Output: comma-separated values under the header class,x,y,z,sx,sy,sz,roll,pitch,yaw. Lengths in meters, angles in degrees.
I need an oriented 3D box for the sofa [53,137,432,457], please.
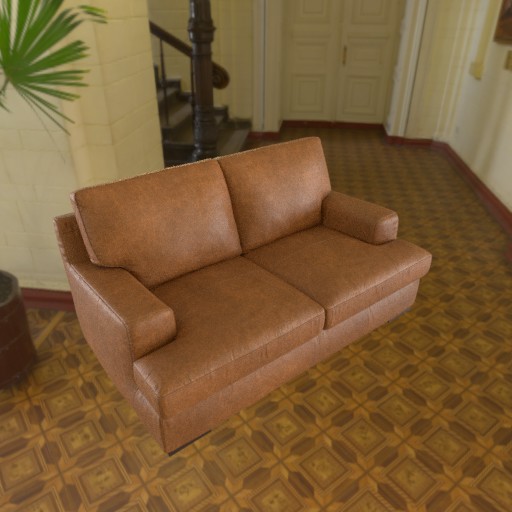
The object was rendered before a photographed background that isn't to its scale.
class,x,y,z,sx,sy,sz,roll,pitch,yaw
sofa,0.000,0.000,2.522,1.880,0.966,1.144,-21,36,-32
